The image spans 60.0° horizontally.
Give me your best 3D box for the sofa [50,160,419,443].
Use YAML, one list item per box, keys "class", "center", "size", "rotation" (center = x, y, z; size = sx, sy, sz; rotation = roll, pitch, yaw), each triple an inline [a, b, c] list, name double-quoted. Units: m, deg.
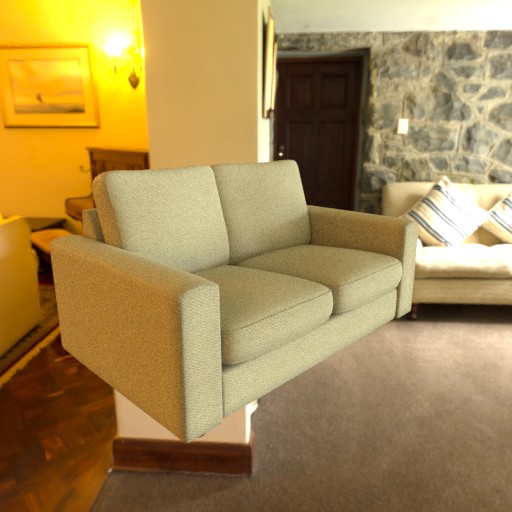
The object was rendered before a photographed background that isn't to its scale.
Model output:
- class: "sofa"
  center: [0.000, 0.000, 2.218]
  size: [1.016, 0.873, 1.616]
  rotation: [15, 21, 42]
